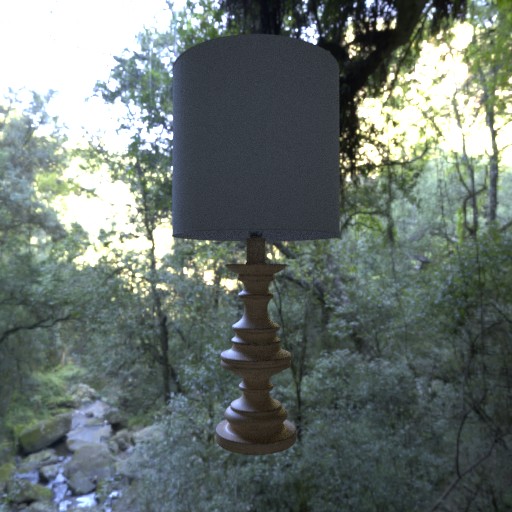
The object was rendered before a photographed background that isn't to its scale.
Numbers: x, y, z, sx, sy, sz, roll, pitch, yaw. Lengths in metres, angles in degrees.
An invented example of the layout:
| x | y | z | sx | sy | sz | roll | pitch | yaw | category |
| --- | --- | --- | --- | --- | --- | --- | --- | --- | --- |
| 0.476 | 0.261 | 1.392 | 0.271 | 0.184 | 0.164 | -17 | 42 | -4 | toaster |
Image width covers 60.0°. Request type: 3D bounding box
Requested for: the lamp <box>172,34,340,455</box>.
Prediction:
| x | y | z | sx | sy | sz | roll | pitch | yaw | category |
| --- | --- | --- | --- | --- | --- | --- | --- | --- | --- |
| 0.000 | 0.000 | 0.558 | 0.208 | 0.455 | 0.208 | 0 | -1 | -1 | lamp |
